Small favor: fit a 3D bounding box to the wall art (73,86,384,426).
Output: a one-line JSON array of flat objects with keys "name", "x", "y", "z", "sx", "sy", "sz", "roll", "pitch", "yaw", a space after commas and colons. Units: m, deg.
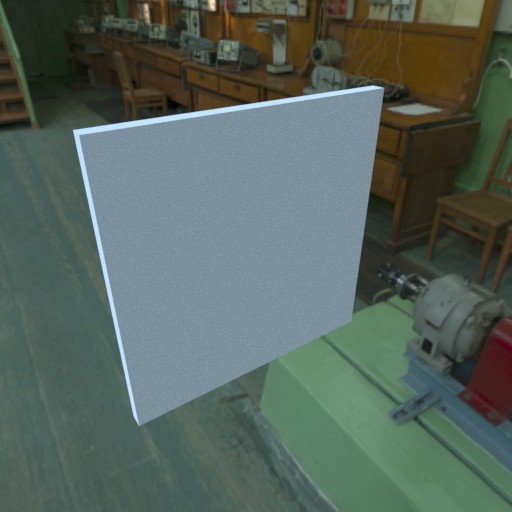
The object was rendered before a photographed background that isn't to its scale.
[{"name": "wall art", "x": 0.000, "y": 0.000, "z": 0.849, "sx": 0.559, "sy": 0.559, "sz": 0.028, "roll": -19, "pitch": 36, "yaw": -29}]
